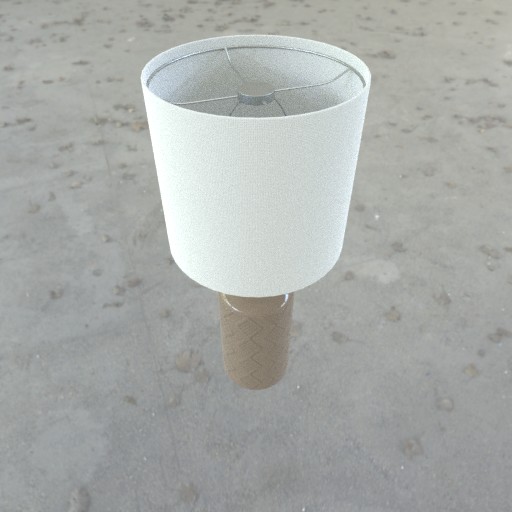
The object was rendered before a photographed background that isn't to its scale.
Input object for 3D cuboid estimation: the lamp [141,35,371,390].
[{"bbox_3d":[0.000,0.000,0.559,0.207,0.461,0.207,-13,44,-14],"label":"lamp"}]
